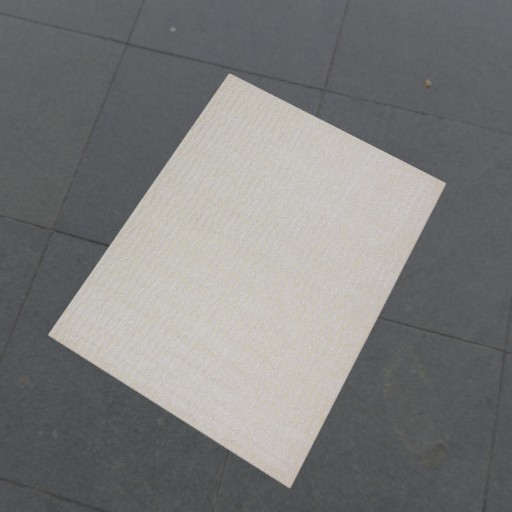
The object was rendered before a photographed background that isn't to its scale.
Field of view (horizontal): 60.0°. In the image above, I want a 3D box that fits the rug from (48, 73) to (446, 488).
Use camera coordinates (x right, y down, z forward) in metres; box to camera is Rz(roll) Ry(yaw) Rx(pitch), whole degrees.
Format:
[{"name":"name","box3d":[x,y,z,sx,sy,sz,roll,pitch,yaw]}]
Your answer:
[{"name":"rug","box3d":[0.000,0.000,4.035,2.410,0.021,3.055,29,77,7]}]
